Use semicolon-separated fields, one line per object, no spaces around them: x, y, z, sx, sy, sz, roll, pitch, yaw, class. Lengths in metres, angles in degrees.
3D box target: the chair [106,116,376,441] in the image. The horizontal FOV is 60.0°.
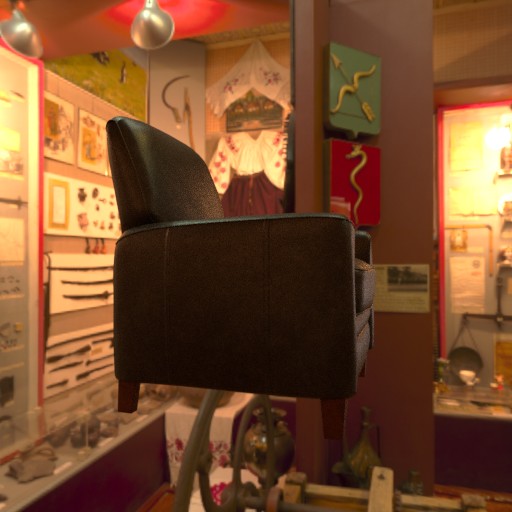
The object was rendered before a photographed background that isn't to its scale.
0.000;0.000;1.677;0.864;1.014;0.848;0;-1;19;chair
